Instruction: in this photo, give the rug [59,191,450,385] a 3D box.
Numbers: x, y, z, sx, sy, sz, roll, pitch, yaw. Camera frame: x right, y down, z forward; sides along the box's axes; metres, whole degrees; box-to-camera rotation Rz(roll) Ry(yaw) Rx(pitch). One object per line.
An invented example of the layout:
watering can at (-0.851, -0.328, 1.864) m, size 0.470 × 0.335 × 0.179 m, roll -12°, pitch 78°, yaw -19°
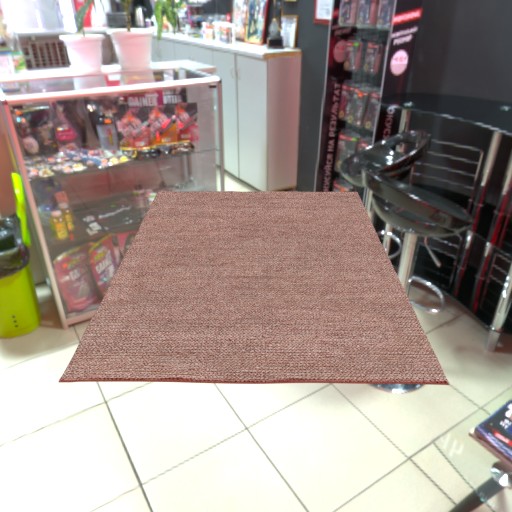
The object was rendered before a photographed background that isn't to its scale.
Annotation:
rug at (0.000, 0.000, 4.048) m, size 2.429 × 0.030 × 3.052 m, roll 0°, pitch 31°, yaw 1°
